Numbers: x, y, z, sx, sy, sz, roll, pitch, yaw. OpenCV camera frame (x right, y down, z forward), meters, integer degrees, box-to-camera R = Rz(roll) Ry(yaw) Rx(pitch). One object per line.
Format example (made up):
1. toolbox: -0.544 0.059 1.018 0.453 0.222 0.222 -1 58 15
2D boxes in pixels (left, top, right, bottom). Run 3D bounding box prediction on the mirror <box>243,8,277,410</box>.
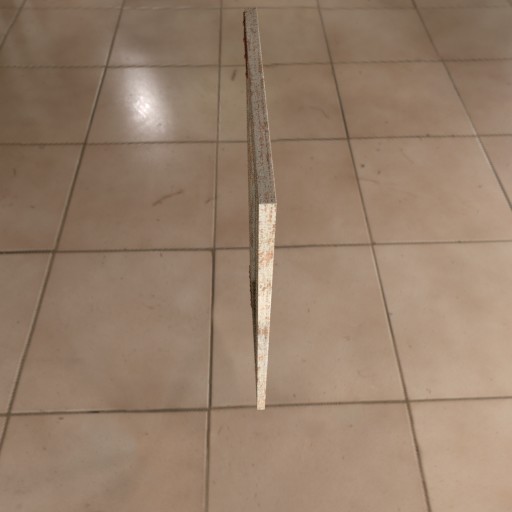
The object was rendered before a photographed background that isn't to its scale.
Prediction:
1. mirror: 0.000 0.000 1.059 0.027 0.922 0.472 -2 56 -2
